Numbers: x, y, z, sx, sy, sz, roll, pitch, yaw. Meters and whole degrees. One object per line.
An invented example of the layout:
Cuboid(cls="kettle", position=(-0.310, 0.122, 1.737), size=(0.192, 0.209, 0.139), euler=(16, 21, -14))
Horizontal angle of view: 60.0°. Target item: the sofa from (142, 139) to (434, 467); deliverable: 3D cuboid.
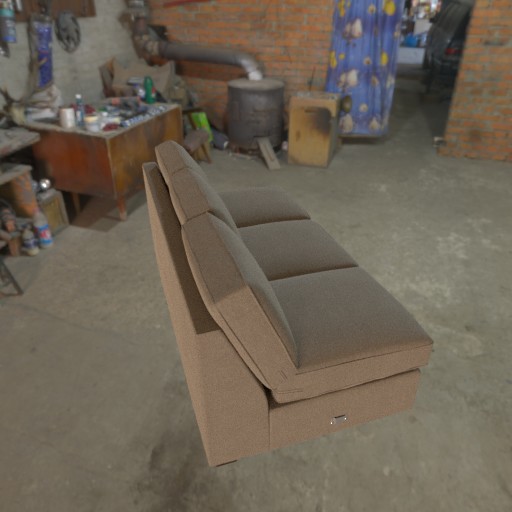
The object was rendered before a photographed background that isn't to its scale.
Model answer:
Cuboid(cls="sofa", position=(0.000, 0.000, 2.755), size=(1.127, 1.036, 2.092), euler=(-9, 31, -15))
